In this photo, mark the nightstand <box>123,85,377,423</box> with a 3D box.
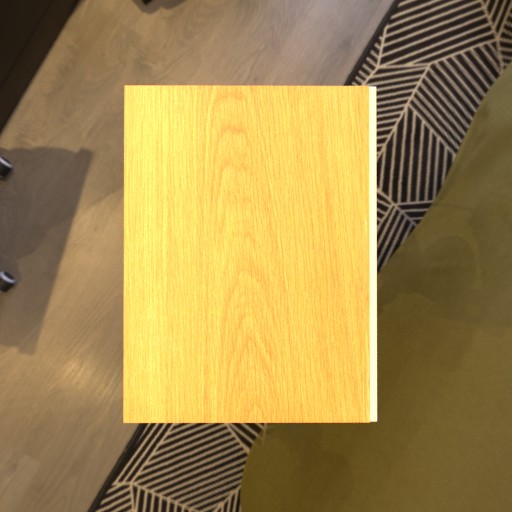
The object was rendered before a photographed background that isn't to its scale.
[{"bbox_3d":[0.000,0.000,0.827,0.316,0.601,0.400,0,89,0],"label":"nightstand"}]
